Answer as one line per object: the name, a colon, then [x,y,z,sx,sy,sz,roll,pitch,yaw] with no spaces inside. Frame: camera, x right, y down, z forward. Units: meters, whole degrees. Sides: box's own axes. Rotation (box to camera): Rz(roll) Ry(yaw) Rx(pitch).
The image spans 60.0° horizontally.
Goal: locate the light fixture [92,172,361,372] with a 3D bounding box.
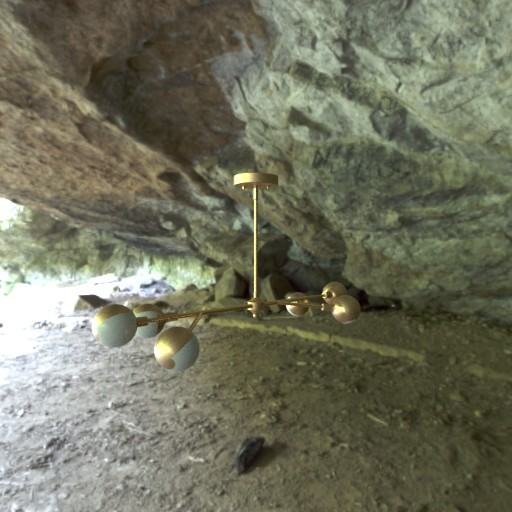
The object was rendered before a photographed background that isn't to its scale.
light fixture: [0.000,0.000,1.012,0.778,0.362,0.434,0,0,-35]
